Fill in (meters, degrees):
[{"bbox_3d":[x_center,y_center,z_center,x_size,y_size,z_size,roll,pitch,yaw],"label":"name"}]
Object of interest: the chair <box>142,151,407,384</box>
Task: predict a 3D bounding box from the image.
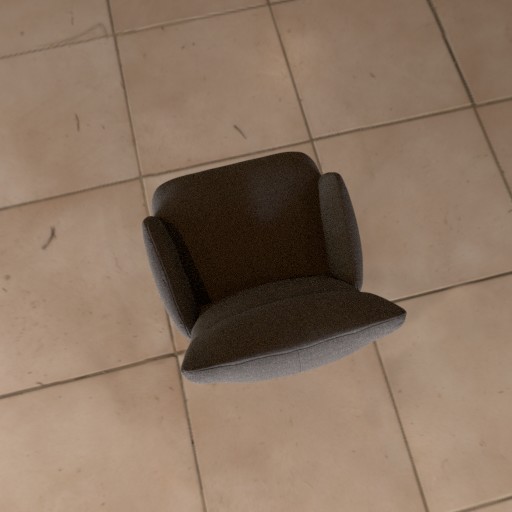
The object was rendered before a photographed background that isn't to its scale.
[{"bbox_3d":[0.000,0.000,1.550,0.702,0.984,0.831,-14,75,-4],"label":"chair"}]
